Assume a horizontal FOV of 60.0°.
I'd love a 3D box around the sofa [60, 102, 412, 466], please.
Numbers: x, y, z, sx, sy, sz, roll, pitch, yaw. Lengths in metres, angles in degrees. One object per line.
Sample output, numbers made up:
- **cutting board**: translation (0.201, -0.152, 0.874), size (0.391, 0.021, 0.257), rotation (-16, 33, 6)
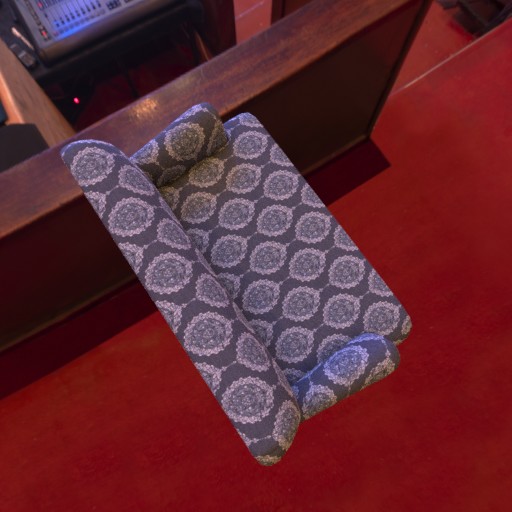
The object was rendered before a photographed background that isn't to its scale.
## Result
- **sofa**: translation (0.000, 0.000, 1.778), size (0.779, 0.867, 1.297), rotation (-34, 79, -8)
